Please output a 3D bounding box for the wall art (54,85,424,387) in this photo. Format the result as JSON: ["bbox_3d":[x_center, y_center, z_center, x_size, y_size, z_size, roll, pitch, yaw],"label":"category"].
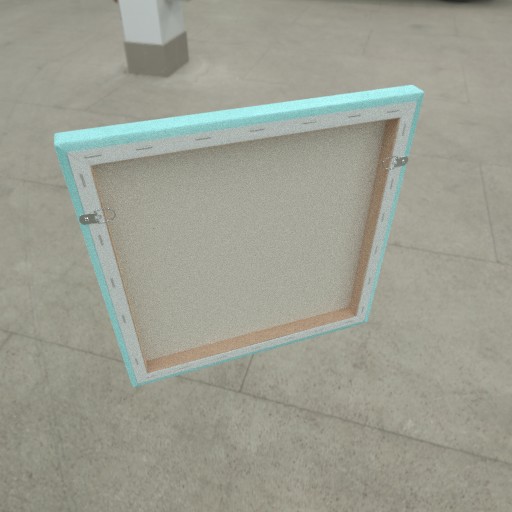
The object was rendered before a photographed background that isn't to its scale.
[{"bbox_3d":[0.000,0.000,1.136,0.765,0.766,0.054,-13,43,-14],"label":"wall art"}]
